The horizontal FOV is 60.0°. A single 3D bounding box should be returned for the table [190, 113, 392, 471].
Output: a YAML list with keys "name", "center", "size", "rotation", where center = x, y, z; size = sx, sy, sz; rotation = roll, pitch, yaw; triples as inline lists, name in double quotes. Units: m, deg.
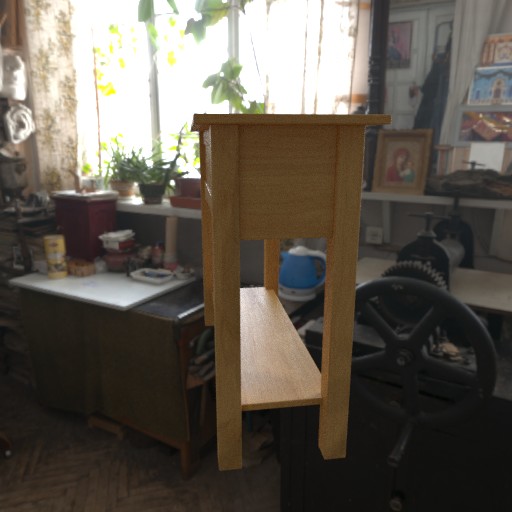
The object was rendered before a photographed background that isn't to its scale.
- name: "table"
  center: [0.000, 0.000, 1.264]
  size: [0.340, 0.728, 0.900]
  rotation: [-2, 15, -8]
